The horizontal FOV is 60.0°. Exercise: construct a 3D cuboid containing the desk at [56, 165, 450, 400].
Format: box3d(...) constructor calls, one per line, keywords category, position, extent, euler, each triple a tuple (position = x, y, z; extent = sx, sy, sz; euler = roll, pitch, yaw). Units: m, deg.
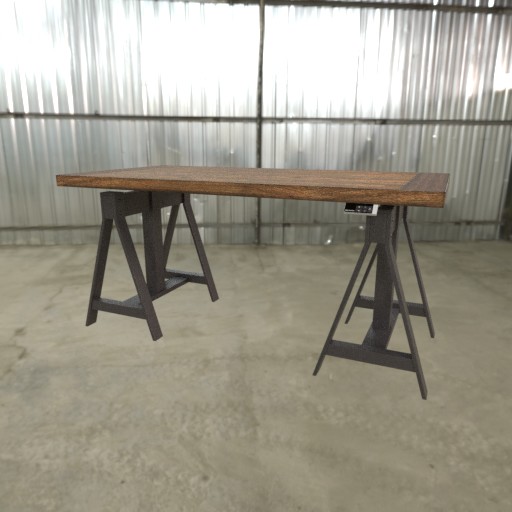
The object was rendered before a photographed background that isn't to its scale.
box3d(category="desk", position=(0.000, 0.000, 1.994), extent=(1.543, 0.725, 0.784), euler=(6, 16, 23))
